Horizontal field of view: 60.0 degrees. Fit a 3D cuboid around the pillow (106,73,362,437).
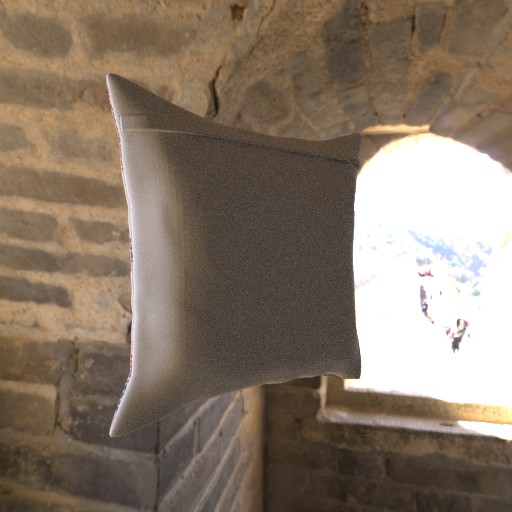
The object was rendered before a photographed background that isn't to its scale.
[{"bbox_3d":[0.000,0.000,0.689,0.463,0.454,0.160,0,0,-36],"label":"pillow"}]
